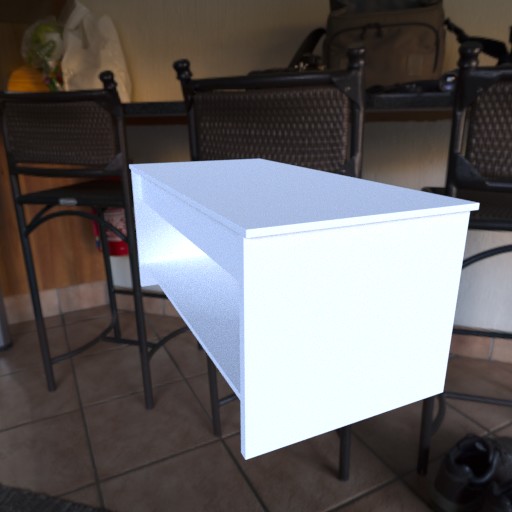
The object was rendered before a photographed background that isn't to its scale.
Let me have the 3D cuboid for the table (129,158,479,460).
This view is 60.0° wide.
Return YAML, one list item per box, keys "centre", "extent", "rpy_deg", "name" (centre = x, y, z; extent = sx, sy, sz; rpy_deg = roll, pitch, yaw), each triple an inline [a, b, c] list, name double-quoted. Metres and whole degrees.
- centre: [0.000, 0.000, 1.265]
  extent: [0.500, 0.441, 1.000]
  rpy_deg: [-8, 19, -24]
  name: "table"
